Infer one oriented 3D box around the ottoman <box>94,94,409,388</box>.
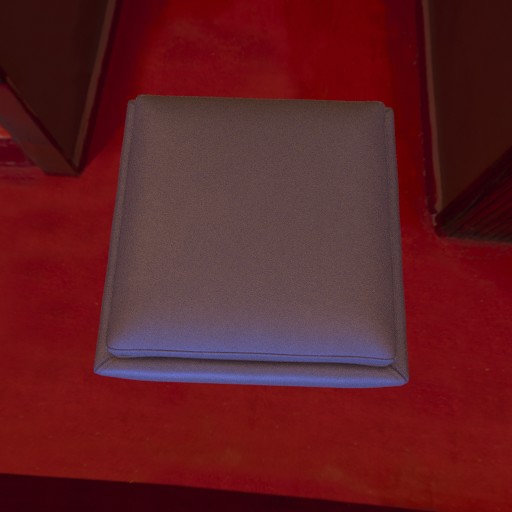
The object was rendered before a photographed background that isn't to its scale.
[{"bbox_3d":[0.000,0.000,0.811,0.450,0.460,0.451,2,74,1],"label":"ottoman"}]
